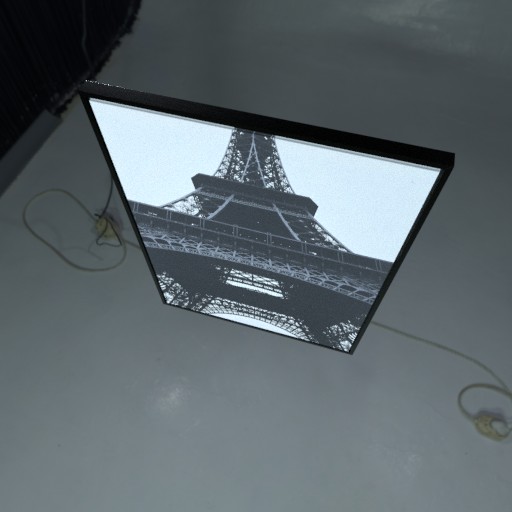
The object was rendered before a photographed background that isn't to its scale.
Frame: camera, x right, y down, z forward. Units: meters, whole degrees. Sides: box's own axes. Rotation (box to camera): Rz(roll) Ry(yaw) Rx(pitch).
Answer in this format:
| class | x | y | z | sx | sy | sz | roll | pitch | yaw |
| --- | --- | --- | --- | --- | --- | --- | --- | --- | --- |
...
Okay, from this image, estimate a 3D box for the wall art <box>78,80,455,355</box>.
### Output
| class | x | y | z | sx | sy | sz | roll | pitch | yaw |
| --- | --- | --- | --- | --- | --- | --- | --- | --- | --- |
| wall art | 0.000 | 0.000 | 1.371 | 0.805 | 1.062 | 0.040 | 14 | 59 | 8 |
